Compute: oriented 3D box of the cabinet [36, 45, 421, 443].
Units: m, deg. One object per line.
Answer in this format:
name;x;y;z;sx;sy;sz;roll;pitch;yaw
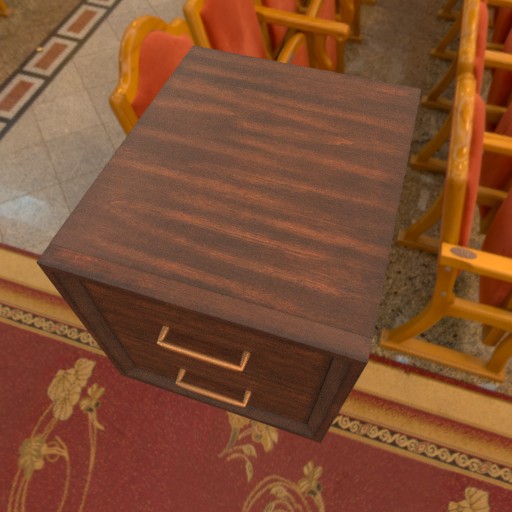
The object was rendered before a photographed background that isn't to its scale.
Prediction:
cabinet;0.000;0.000;0.811;0.402;0.455;0.500;15;57;10
